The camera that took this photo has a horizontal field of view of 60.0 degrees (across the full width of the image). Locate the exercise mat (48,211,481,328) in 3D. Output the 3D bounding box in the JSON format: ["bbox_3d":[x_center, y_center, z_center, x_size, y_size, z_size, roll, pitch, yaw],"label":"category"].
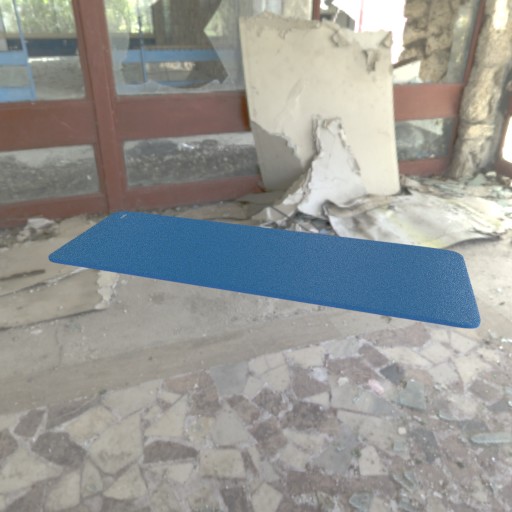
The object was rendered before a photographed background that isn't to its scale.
[{"bbox_3d":[0.000,0.000,2.074,1.869,0.021,0.616,8,29,14],"label":"exercise mat"}]
